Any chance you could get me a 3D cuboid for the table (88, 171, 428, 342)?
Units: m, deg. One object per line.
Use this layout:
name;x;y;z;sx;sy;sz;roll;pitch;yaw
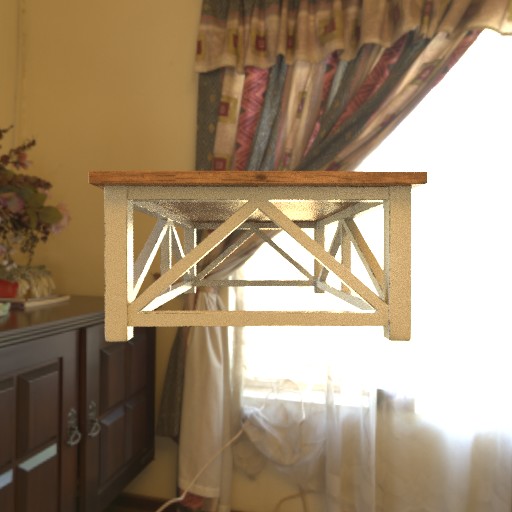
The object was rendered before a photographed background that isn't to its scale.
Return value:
table;0.000;0.000;1.744;0.800;0.410;1.400;0;0;-1
